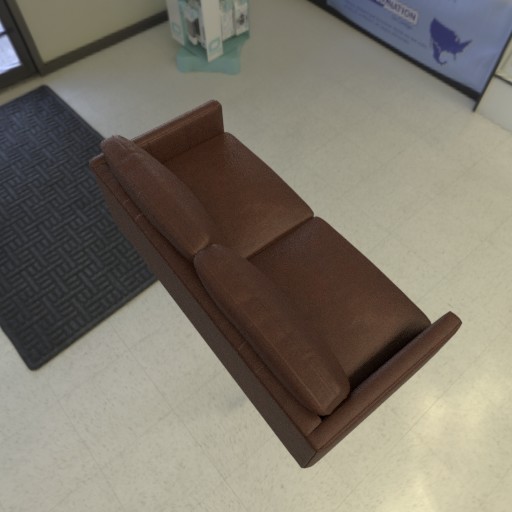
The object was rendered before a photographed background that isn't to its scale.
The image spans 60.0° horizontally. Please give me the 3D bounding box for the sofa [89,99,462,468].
[{"bbox_3d":[0.000,0.000,2.459,0.923,0.863,1.971,-33,63,-19],"label":"sofa"}]
